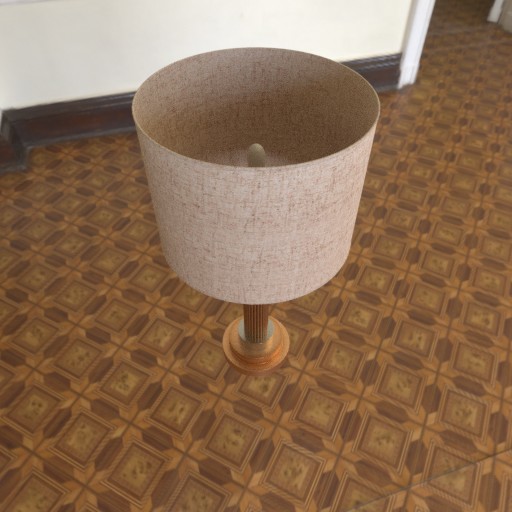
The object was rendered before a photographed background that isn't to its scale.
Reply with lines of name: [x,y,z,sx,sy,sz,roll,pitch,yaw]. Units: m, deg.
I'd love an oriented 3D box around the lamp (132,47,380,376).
lamp: [0.000,0.000,0.804,0.321,0.610,0.321,-4,47,-3]
